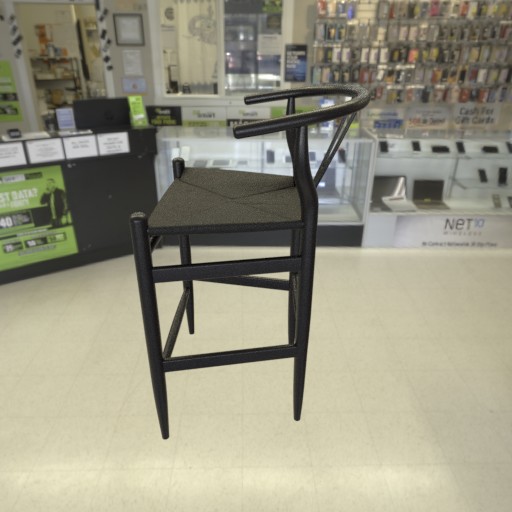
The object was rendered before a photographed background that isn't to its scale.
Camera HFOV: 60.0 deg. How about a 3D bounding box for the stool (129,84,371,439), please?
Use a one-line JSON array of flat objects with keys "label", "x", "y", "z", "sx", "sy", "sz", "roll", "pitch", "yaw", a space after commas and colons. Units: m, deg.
[{"label": "stool", "x": 0.000, "y": 0.000, "z": 1.360, "sx": 0.579, "sy": 0.970, "sz": 0.569, "roll": 1, "pitch": 26, "yaw": 1}]
